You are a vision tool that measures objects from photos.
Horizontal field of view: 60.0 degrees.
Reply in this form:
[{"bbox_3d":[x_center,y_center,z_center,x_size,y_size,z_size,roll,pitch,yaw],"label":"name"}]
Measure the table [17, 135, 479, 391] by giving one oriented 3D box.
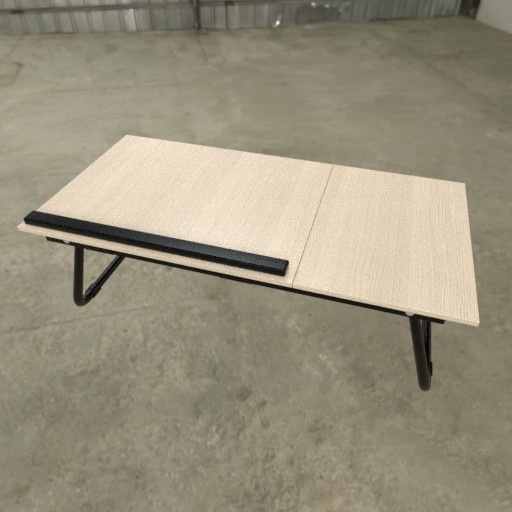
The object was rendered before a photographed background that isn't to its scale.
[{"bbox_3d":[0.000,0.000,0.773,0.644,0.242,0.322,11,42,13],"label":"table"}]
